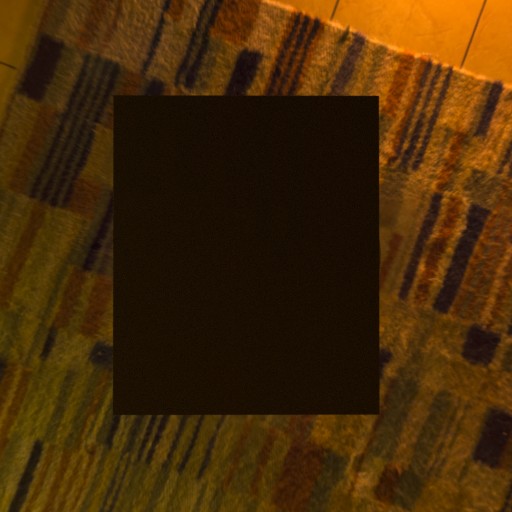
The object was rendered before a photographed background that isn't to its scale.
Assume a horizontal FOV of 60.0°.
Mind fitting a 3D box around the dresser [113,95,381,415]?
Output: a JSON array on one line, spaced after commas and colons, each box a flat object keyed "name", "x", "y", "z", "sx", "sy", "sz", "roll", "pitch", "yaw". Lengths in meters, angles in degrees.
[{"name": "dresser", "x": 0.000, "y": 0.000, "z": 0.835, "sx": 0.360, "sy": 0.560, "sz": 0.400, "roll": 0, "pitch": 90, "yaw": 0}]
